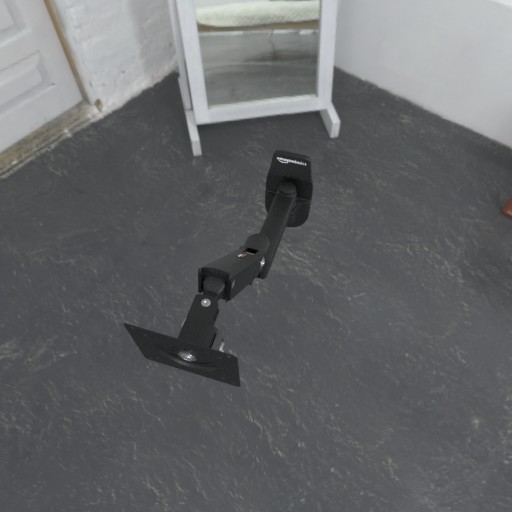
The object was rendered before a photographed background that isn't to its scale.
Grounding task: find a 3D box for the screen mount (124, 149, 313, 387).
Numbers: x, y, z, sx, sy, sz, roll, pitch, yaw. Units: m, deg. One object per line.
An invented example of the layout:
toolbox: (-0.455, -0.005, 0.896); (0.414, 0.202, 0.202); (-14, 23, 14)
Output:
screen mount: (0.000, 0.000, 0.735); (0.115, 0.466, 0.495); (15, 59, 9)
